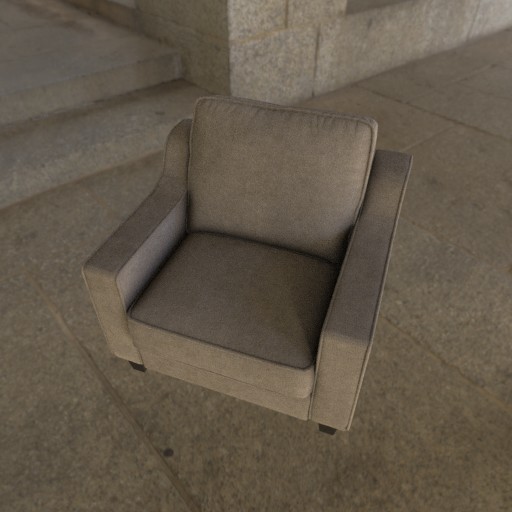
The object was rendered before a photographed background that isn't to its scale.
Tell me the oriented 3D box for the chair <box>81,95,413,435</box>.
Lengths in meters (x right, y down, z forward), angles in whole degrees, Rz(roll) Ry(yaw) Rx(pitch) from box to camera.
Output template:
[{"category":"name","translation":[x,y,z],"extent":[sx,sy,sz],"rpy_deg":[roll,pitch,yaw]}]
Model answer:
[{"category":"chair","translation":[0.000,0.000,1.638],"extent":[0.926,0.944,0.840],"rpy_deg":[13,43,15]}]
